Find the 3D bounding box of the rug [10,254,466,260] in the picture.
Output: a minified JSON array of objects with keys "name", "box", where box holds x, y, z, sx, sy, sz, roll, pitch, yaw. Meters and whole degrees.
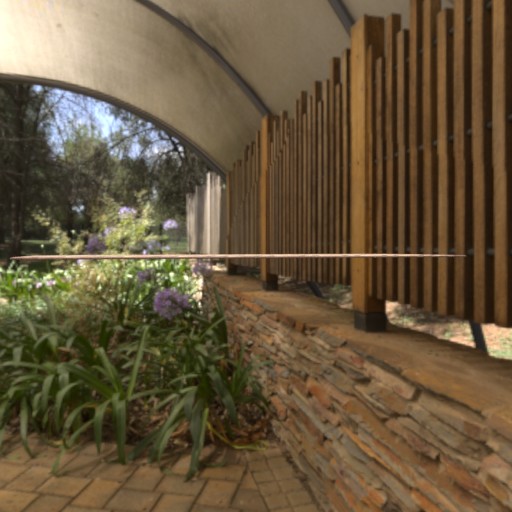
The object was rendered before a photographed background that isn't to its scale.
[{"name":"rug","box":[0.000,0.000,2.593,2.437,0.013,0.685,0,1,-19]}]
